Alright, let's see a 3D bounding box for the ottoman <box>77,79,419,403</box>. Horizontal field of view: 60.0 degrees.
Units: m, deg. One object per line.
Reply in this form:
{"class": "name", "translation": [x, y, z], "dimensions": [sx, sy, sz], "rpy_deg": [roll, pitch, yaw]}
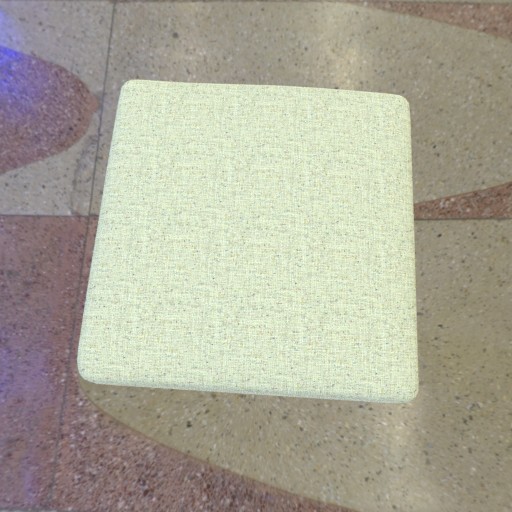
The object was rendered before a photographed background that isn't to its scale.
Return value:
{"class": "ottoman", "translation": [0.000, 0.000, 0.888], "dimensions": [0.512, 0.453, 0.521], "rpy_deg": [3, 75, 1]}
